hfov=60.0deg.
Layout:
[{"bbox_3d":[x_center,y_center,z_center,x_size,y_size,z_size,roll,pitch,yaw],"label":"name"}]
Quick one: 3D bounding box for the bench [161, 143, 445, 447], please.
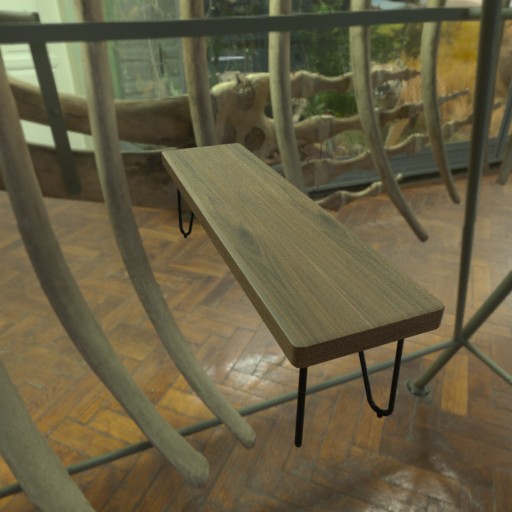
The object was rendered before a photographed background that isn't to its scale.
[{"bbox_3d":[0.000,0.000,1.786,0.425,0.462,1.570,-11,32,-18],"label":"bench"}]
